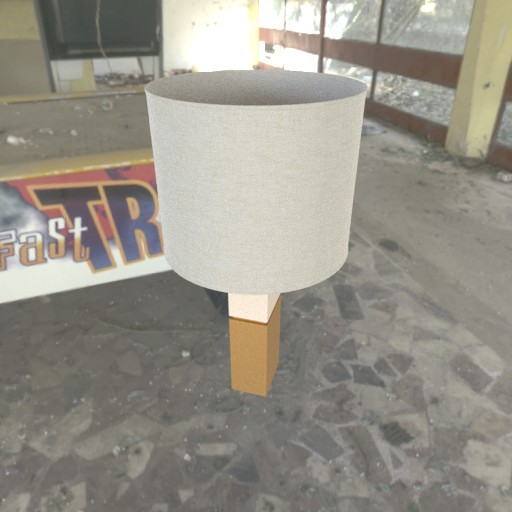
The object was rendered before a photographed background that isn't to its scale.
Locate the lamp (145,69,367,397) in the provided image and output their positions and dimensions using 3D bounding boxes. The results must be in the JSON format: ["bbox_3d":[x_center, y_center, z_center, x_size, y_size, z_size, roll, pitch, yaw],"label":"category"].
[{"bbox_3d":[0.000,0.000,0.569,0.229,0.417,0.229,9,31,15],"label":"lamp"}]
